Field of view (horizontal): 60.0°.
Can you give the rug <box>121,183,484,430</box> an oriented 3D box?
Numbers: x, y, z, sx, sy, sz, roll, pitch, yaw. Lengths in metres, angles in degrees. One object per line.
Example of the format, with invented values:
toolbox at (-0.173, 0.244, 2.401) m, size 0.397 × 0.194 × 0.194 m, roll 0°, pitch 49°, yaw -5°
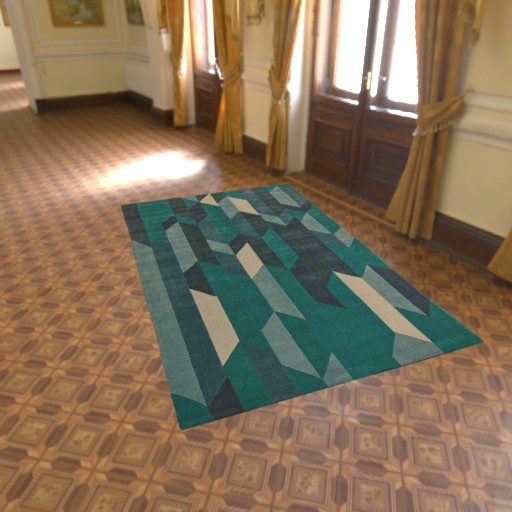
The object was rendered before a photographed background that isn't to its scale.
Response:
rug at (0.000, 0.000, 2.951) m, size 1.528 × 0.005 × 2.420 m, roll -10°, pitch 31°, yaw -18°
